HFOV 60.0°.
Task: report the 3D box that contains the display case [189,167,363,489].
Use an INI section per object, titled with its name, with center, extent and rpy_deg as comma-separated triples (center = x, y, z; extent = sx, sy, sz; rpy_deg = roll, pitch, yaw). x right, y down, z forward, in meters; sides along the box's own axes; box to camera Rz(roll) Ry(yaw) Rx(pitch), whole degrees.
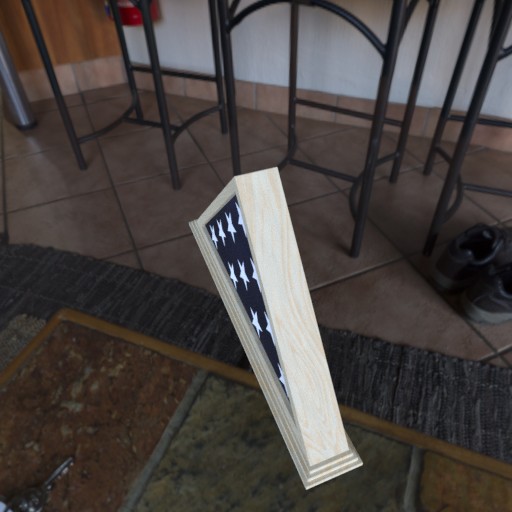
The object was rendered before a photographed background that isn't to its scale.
[display case]
center = 0.000, 0.000, 0.753
extent = 0.095, 0.340, 0.640
rpy_deg = -16, 47, -15
